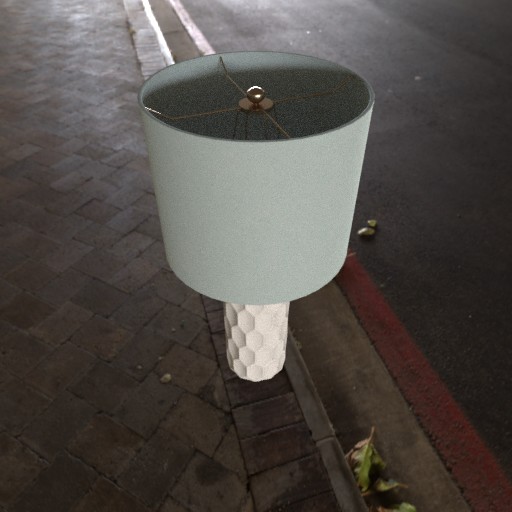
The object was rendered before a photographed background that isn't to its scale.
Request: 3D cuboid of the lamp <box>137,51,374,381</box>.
[{"bbox_3d":[0.000,0.000,0.703,0.277,0.534,0.277,11,43,12],"label":"lamp"}]
